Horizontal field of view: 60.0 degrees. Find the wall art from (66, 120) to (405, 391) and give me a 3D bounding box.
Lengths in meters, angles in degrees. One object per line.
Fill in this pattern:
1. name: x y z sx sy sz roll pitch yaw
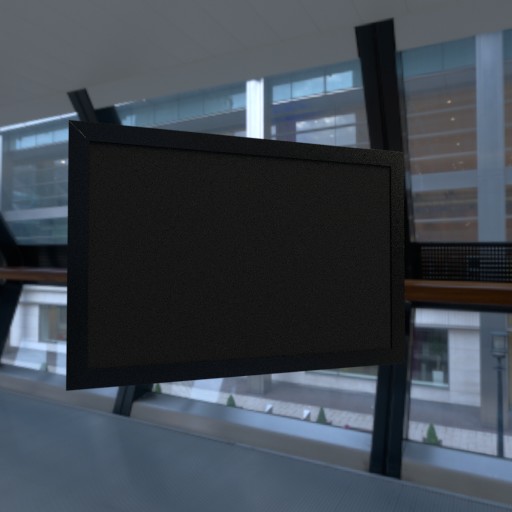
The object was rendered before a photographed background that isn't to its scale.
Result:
1. wall art: 0.000 0.000 0.841 0.660 0.447 0.013 0 -1 -19
